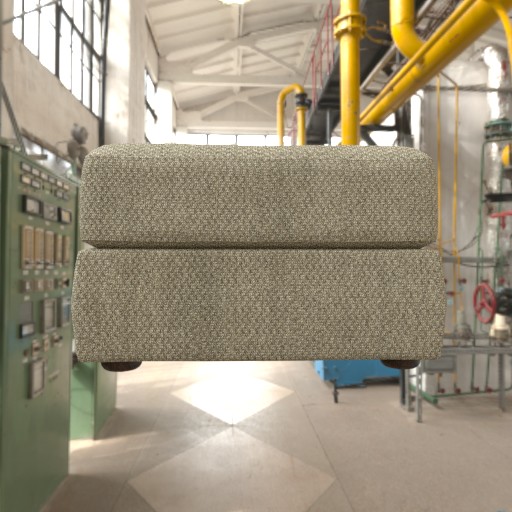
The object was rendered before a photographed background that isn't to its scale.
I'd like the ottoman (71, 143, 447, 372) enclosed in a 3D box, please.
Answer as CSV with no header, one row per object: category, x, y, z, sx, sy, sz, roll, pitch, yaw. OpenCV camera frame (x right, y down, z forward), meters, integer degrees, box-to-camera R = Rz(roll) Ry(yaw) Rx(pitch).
ottoman,0.000,0.000,1.146,0.751,0.476,0.603,0,-1,-2
